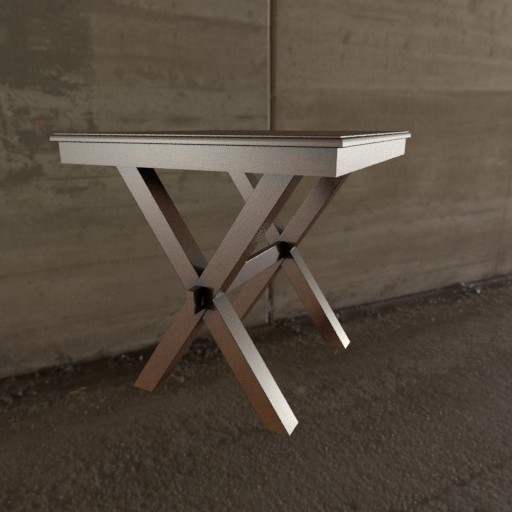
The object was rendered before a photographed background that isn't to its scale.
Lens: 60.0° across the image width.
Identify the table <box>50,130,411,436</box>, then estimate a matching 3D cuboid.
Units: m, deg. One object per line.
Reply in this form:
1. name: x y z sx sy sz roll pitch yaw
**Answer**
1. table: 0.000 0.000 1.043 0.560 0.562 0.602 8 18 26
